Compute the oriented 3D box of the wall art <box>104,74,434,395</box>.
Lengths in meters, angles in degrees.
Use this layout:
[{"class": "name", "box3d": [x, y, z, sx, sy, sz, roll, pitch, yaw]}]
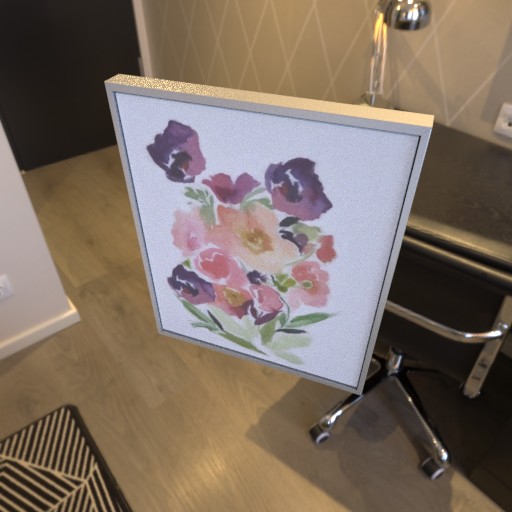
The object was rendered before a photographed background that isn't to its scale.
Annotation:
[{"class": "wall art", "box3d": [0.000, 0.000, 0.765, 0.452, 0.549, 0.038, 13, 42, 16]}]
